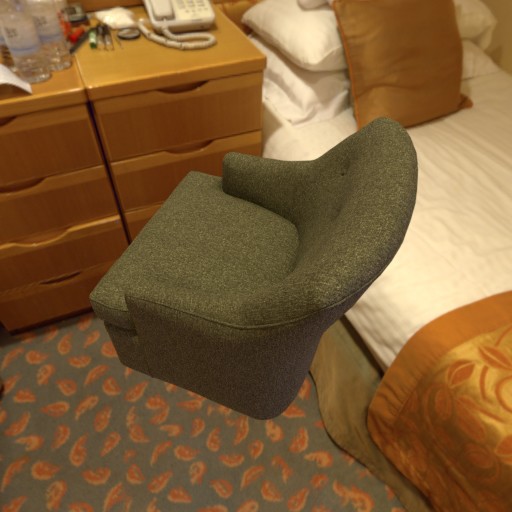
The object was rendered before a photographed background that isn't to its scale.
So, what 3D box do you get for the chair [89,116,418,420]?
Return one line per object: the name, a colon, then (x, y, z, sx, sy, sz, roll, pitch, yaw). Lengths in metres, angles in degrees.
chair: (0.000, 0.000, 1.584, 0.923, 0.856, 0.864, 15, 48, 14)
